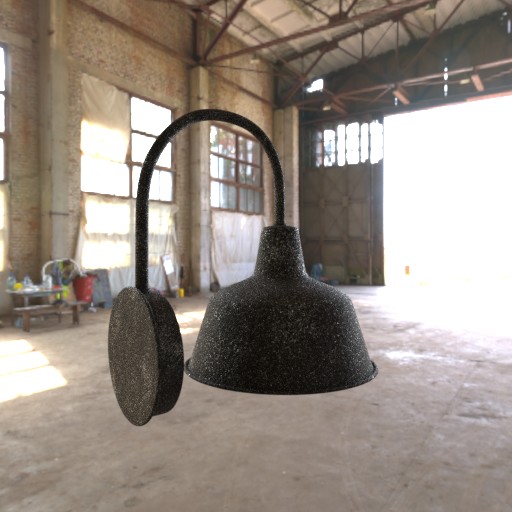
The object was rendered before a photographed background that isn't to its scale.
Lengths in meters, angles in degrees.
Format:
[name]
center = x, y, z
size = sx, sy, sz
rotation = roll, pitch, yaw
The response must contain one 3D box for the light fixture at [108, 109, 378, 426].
[light fixture]
center = 0.000, 0.000, 0.482
size = 0.283, 0.300, 0.216
rotation = 0, 1, -37
